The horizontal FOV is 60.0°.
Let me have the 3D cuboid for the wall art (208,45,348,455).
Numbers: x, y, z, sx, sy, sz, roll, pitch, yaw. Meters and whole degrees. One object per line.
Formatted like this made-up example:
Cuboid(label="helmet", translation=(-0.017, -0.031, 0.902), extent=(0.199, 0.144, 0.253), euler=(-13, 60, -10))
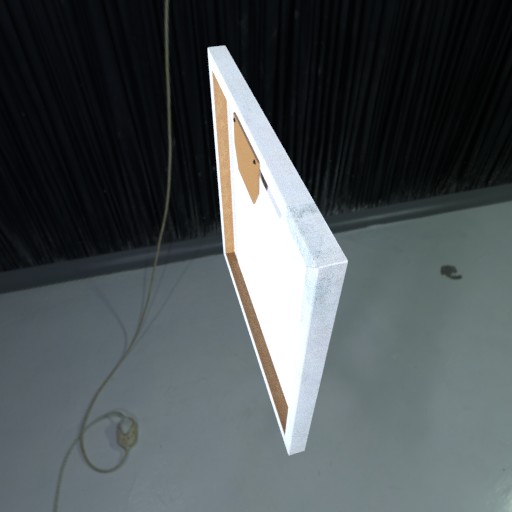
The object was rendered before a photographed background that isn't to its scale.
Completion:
Cuboid(label="wall art", translation=(0.000, 0.000, 0.912), extent=(0.044, 0.605, 0.605), euler=(-12, 49, -11))
